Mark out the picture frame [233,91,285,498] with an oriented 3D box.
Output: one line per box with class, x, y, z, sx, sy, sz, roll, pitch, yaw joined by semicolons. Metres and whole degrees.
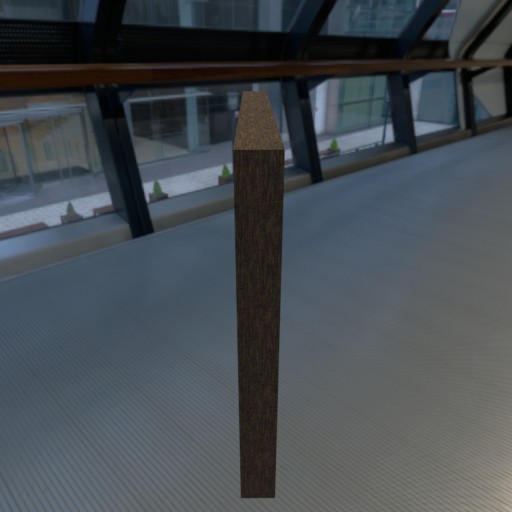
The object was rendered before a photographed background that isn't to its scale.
picture frame;0.000;0.000;0.521;0.033;0.330;0.378;0;26;-1
